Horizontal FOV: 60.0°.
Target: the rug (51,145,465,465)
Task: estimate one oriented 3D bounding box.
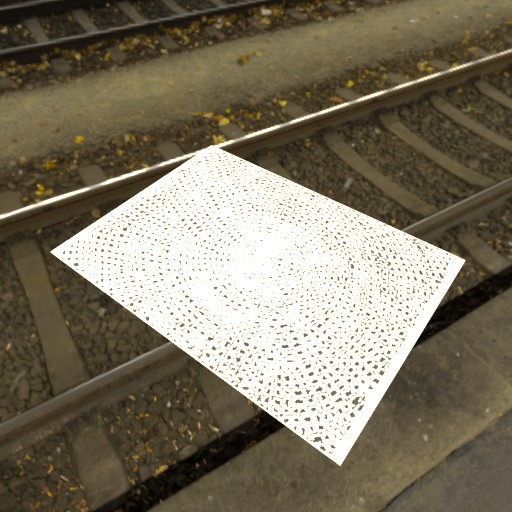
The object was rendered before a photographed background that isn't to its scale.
[{"bbox_3d":[0.000,0.000,2.157,1.634,0.003,1.190,29,53,25],"label":"rug"}]
